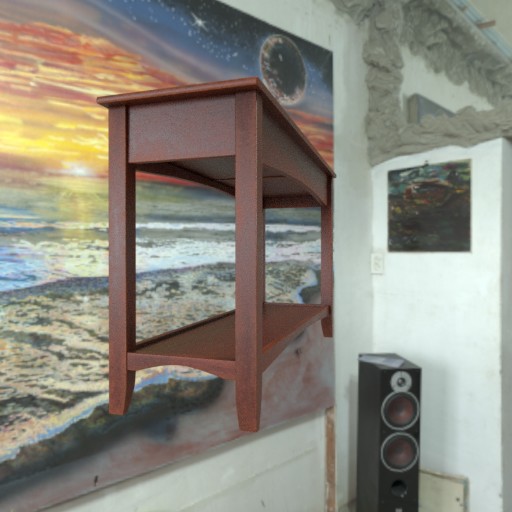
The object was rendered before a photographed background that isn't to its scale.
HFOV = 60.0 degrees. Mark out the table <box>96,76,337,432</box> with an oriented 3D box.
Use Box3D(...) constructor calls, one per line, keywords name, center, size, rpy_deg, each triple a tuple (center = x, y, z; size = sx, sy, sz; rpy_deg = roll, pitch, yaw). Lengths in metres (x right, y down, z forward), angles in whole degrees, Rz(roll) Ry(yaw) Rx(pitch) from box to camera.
Box3D(name="table", center=(0.000, 0.000, 1.526), size=(0.392, 0.739, 1.188), rpy_deg=(0, 0, 18))
